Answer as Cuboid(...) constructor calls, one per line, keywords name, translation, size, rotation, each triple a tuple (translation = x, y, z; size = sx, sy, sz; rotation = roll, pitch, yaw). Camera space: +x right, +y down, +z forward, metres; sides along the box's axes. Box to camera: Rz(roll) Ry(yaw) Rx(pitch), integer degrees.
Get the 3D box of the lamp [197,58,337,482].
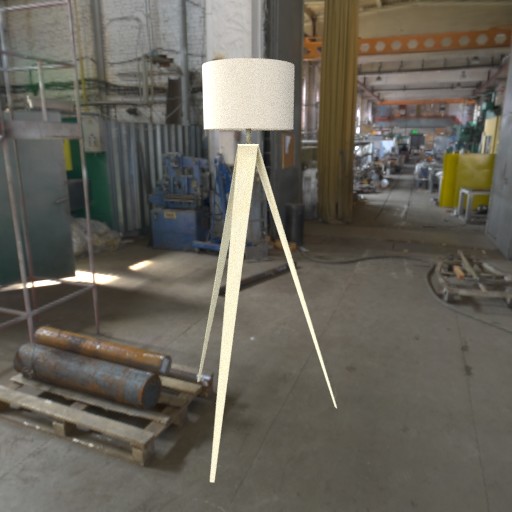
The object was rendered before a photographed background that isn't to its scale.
Cuboid(name="lamp", translation=(0.000, 0.000, 1.942), size=(0.716, 1.524, 0.724), rotation=(-7, 16, -24))
